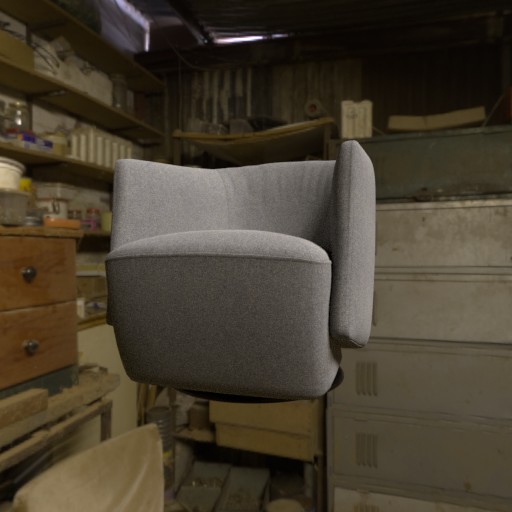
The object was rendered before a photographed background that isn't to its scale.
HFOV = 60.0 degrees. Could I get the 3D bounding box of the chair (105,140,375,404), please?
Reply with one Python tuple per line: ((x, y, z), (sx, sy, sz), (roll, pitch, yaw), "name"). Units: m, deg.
((0.000, 0.000, 1.618), (0.822, 0.861, 0.986), (0, 0, 19), "chair")
